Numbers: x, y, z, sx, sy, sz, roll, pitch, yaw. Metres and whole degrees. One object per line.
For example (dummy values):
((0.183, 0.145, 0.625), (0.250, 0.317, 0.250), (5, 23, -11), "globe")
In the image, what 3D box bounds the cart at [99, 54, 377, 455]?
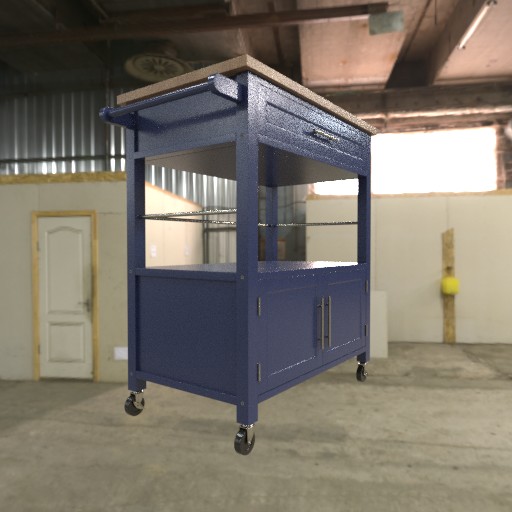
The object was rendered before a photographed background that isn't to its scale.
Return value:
((0.000, 0.000, 1.388), (0.459, 0.901, 0.840), (1, 2, 36), "cart")
